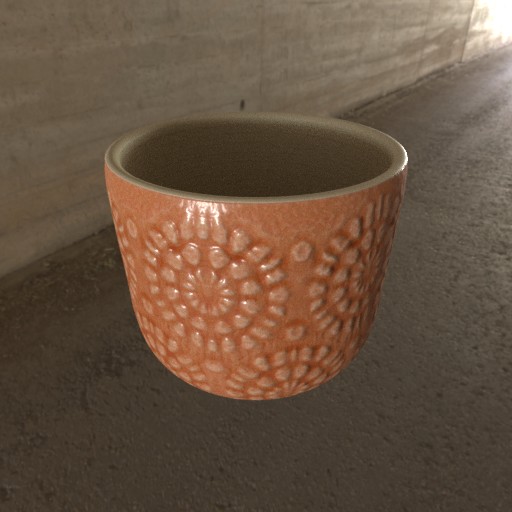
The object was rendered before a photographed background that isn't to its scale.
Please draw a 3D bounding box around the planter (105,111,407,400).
[{"bbox_3d":[0.000,0.000,0.213,0.124,0.109,0.124,0,30,0],"label":"planter"}]
